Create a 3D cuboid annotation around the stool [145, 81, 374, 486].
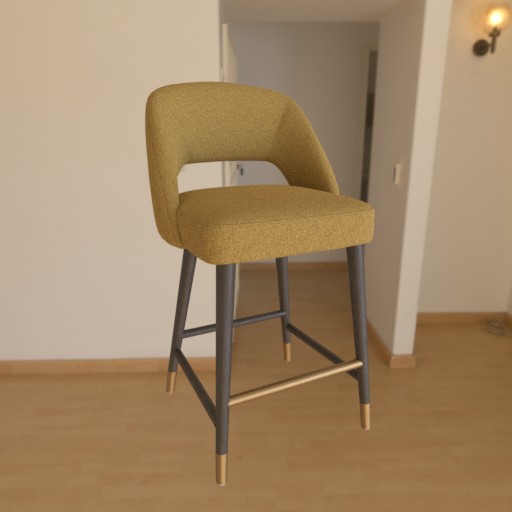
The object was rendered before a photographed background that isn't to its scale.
[{"bbox_3d":[0.000,0.000,1.228,0.536,0.939,0.522,-8,18,-26],"label":"stool"}]
